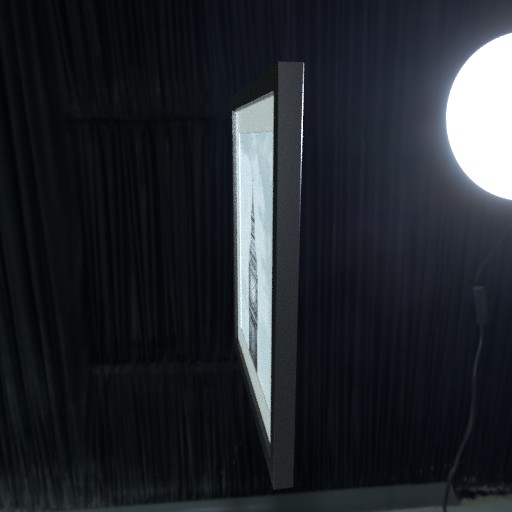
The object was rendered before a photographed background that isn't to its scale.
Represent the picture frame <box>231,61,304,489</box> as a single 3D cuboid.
[{"bbox_3d":[0.000,0.000,0.772,0.028,0.556,0.460,-3,15,-9],"label":"picture frame"}]
